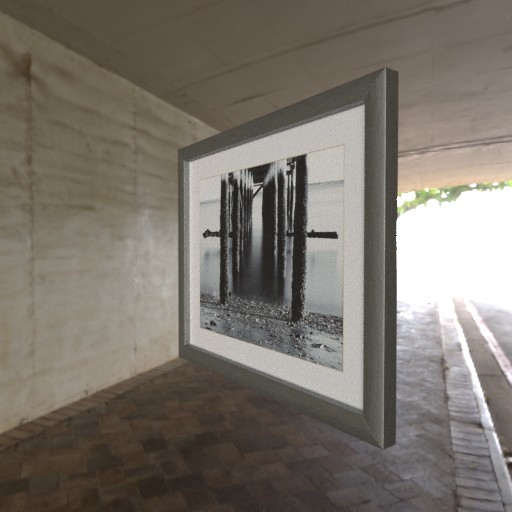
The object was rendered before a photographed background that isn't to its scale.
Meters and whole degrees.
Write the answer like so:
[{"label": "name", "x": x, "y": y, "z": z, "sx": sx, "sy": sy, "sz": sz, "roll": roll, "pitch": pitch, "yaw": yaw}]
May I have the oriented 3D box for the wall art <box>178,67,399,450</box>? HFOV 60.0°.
[{"label": "wall art", "x": 0.000, "y": 0.000, "z": 0.760, "sx": 0.028, "sy": 0.457, "sz": 0.556, "roll": -1, "pitch": 2, "yaw": -36}]
